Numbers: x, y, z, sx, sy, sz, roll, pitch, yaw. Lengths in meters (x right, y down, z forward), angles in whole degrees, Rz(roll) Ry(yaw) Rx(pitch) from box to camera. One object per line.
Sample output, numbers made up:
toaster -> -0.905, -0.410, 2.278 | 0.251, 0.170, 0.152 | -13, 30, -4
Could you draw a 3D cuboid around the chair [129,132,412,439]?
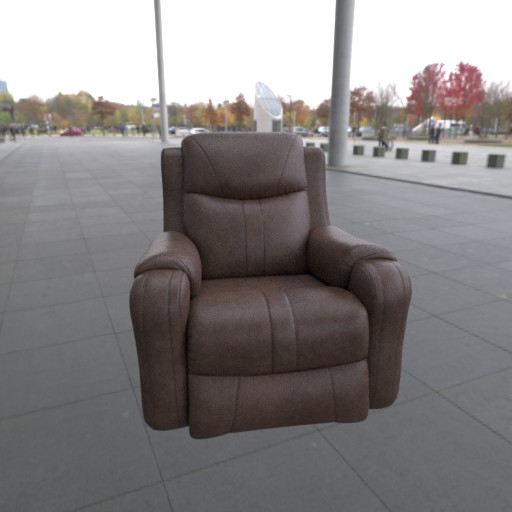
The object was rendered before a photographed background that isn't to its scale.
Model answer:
chair -> 0.000, 0.000, 1.849 | 0.940, 0.990, 1.067 | -3, 16, -9
